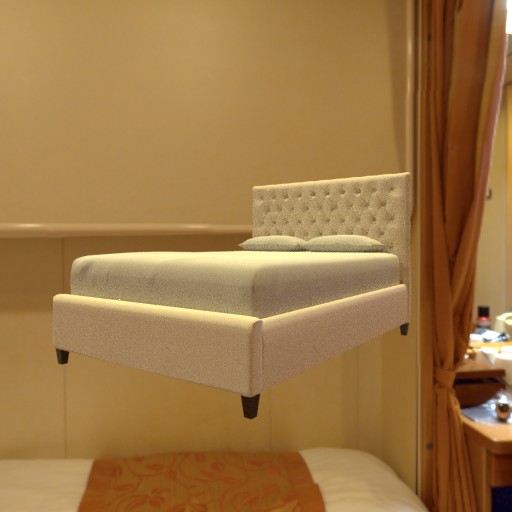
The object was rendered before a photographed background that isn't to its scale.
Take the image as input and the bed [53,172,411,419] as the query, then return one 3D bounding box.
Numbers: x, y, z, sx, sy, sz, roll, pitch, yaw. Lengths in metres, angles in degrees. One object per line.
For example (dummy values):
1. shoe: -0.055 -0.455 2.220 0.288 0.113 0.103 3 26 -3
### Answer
1. bed: 0.000 0.000 3.441 1.698 1.427 2.387 1 2 36
